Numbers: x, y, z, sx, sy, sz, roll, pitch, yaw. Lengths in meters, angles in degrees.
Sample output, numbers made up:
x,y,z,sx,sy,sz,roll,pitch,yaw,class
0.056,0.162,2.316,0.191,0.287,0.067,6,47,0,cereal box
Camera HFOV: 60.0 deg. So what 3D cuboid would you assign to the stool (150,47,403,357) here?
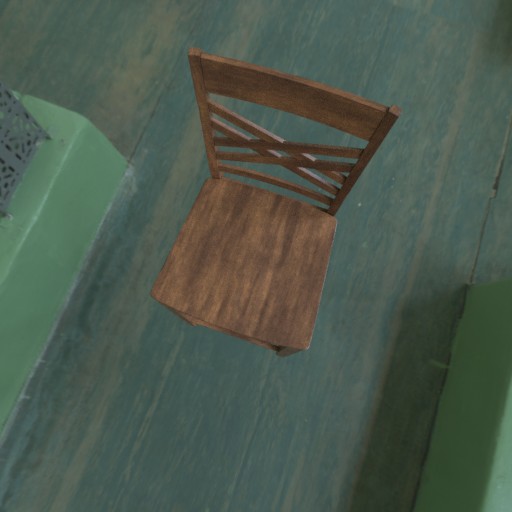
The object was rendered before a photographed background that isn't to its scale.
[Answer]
x,y,z,sx,sy,sz,roll,pitch,yaw,class
0.000,0.000,1.337,0.433,1.105,0.487,18,77,5,stool
